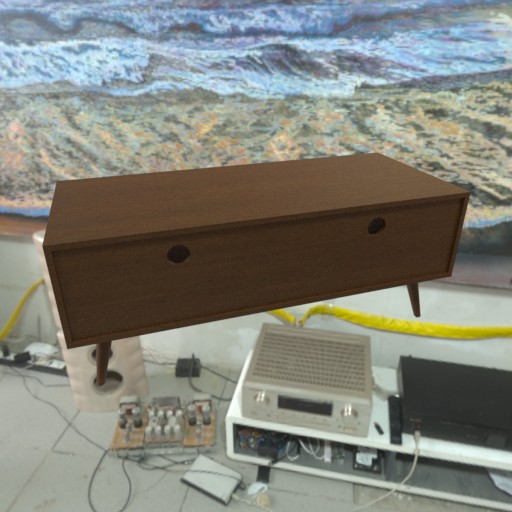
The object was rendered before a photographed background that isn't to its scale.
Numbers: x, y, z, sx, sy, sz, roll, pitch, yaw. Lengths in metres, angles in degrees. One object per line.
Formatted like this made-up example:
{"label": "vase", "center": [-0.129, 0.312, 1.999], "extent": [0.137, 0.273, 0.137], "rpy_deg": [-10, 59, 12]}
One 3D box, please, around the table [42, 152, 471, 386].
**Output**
{"label": "table", "center": [0.000, 0.000, 1.410], "extent": [1.119, 0.464, 0.490], "rpy_deg": [-9, 28, -16]}
